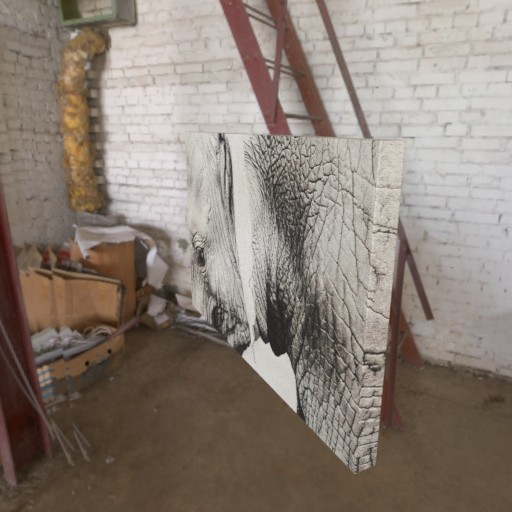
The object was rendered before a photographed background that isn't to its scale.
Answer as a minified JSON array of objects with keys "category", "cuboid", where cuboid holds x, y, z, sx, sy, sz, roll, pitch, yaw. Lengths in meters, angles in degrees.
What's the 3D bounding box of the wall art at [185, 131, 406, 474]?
[{"category":"wall art","cuboid":[0.000,0.000,0.769,0.035,0.407,0.613,-8,18,-26]}]
